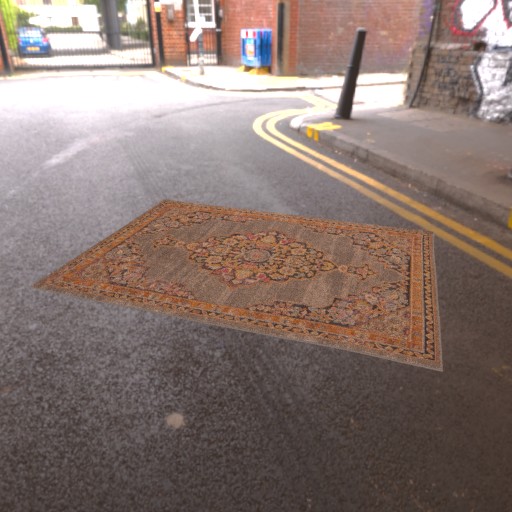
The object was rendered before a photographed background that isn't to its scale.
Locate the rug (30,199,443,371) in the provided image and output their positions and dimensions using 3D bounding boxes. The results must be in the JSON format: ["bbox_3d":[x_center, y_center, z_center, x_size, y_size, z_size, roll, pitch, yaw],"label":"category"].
[{"bbox_3d":[0.000,0.000,3.767,2.901,0.026,2.043,9,28,16],"label":"rug"}]
